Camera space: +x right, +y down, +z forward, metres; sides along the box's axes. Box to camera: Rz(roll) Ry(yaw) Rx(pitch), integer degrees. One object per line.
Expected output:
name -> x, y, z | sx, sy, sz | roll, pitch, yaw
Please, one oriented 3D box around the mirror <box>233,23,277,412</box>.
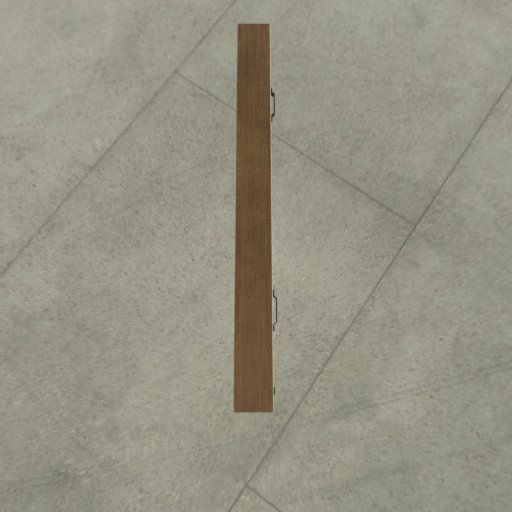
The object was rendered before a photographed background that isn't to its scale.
mirror -> 0.000, 0.000, 0.688 | 0.041, 0.509, 0.406 | 0, 77, 0
